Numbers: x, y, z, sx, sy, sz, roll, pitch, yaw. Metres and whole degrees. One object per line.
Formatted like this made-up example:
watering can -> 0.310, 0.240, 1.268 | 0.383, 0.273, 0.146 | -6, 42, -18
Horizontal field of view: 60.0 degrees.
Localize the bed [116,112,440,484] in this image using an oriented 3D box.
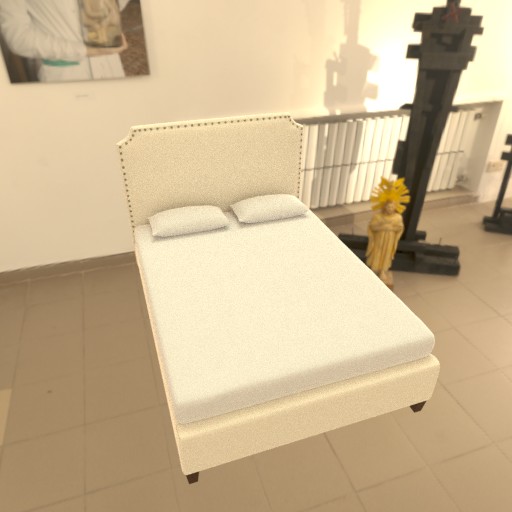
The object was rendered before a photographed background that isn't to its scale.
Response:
bed -> 0.000, 0.000, 3.369 | 1.712, 1.497, 2.372 | -10, 34, -16
